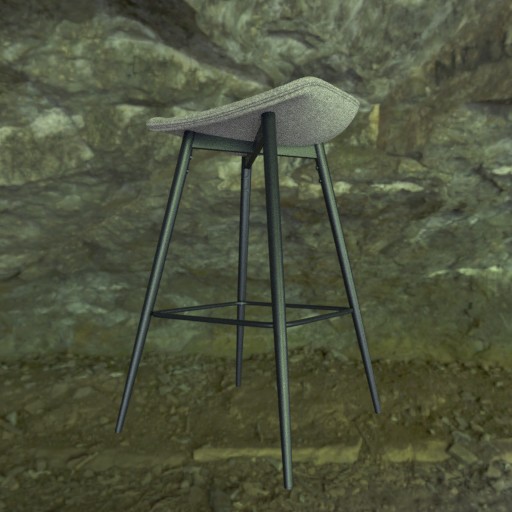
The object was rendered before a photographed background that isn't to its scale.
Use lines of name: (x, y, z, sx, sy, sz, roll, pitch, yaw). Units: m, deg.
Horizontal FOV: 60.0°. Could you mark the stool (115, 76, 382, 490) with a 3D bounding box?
stool: (0.000, 0.000, 1.094, 0.469, 0.814, 0.480, -1, -1, 34)
